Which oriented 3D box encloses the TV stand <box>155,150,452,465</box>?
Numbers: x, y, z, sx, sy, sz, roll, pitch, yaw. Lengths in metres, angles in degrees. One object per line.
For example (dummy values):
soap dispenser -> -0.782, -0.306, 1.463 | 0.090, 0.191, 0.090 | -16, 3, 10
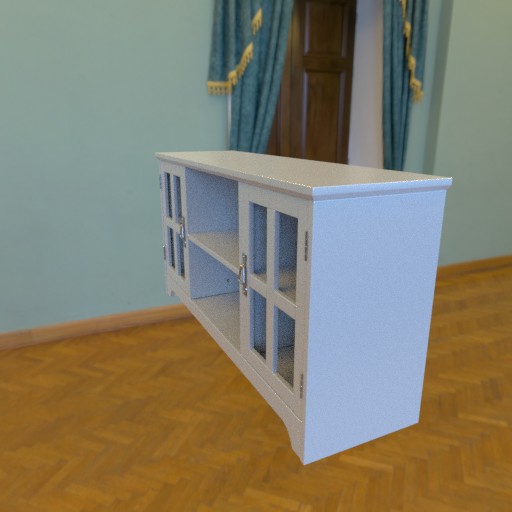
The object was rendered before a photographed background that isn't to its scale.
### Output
TV stand -> 0.000, 0.000, 1.438 | 0.344, 0.603, 1.167 | -8, 18, -25
